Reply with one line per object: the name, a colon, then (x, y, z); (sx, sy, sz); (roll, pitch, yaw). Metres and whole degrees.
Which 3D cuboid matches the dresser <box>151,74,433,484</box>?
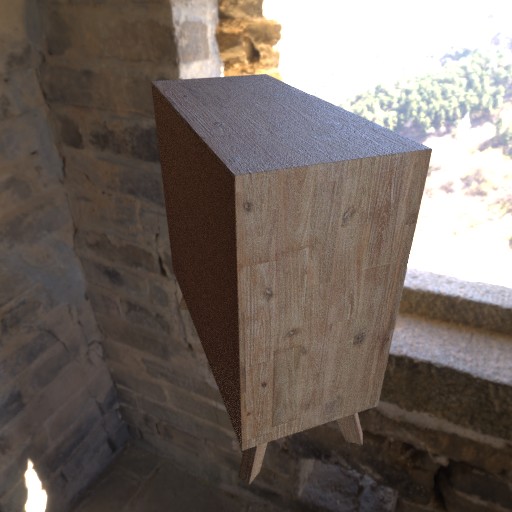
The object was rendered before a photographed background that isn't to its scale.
dresser: (0.000, 0.000, 1.568); (0.455, 1.029, 0.998); (-11, 33, -17)
